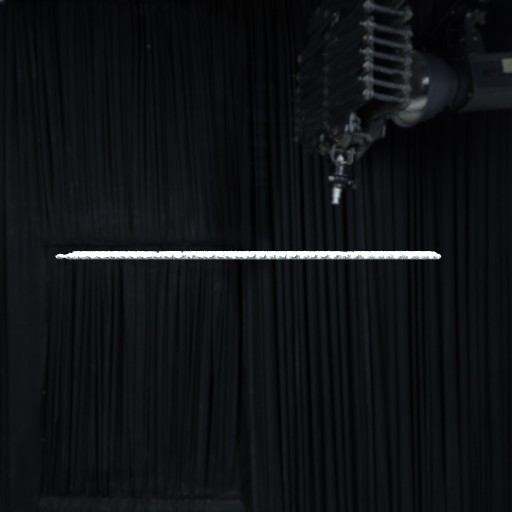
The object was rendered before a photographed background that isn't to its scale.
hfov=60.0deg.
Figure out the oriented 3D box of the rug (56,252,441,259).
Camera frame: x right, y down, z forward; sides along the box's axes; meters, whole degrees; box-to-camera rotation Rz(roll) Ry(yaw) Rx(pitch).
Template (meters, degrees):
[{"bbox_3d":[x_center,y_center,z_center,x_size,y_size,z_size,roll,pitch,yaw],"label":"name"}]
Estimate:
[{"bbox_3d":[0.000,0.000,2.831,1.494,0.031,2.307,0,0,1],"label":"rug"}]
